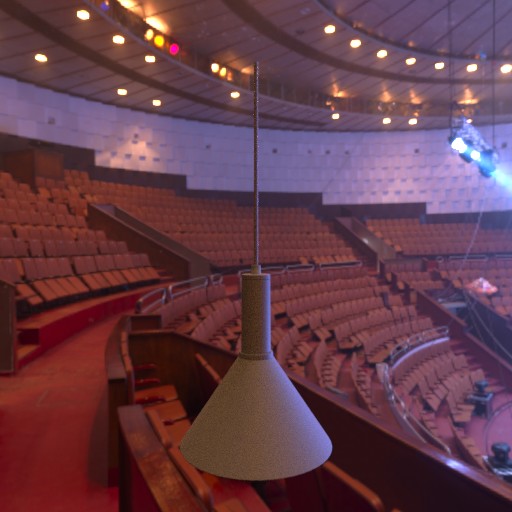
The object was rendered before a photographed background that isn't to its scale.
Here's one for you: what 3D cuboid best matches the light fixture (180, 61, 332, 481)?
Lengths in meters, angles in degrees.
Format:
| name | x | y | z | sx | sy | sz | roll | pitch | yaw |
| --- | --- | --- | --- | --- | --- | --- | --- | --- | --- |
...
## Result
| name | x | y | z | sx | sy | sz | roll | pitch | yaw |
| --- | --- | --- | --- | --- | --- | --- | --- | --- | --- |
| light fixture | 0.000 | 0.000 | 0.785 | 0.267 | 0.683 | 0.267 | 0 | 1 | -36 |
